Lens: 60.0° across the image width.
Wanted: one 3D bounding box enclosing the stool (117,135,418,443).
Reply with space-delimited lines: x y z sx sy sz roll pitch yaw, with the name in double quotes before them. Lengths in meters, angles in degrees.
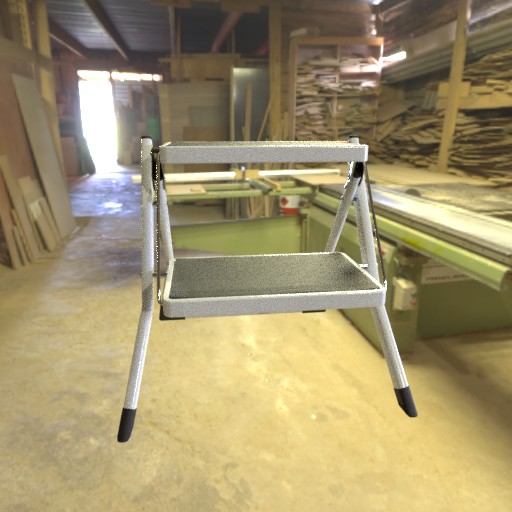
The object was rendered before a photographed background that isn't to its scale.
"stool" 0.000 0.000 0.851 0.485 0.445 0.490 -2 16 -7
